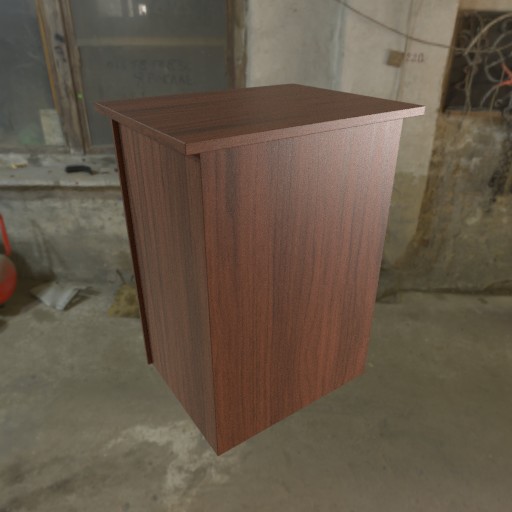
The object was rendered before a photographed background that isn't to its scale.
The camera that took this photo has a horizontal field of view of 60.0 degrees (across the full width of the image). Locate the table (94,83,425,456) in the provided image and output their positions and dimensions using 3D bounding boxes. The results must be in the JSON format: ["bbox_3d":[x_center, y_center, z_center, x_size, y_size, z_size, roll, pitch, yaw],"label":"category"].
[{"bbox_3d":[0.000,0.000,0.966,0.480,0.636,0.381,-18,33,-30],"label":"table"}]
